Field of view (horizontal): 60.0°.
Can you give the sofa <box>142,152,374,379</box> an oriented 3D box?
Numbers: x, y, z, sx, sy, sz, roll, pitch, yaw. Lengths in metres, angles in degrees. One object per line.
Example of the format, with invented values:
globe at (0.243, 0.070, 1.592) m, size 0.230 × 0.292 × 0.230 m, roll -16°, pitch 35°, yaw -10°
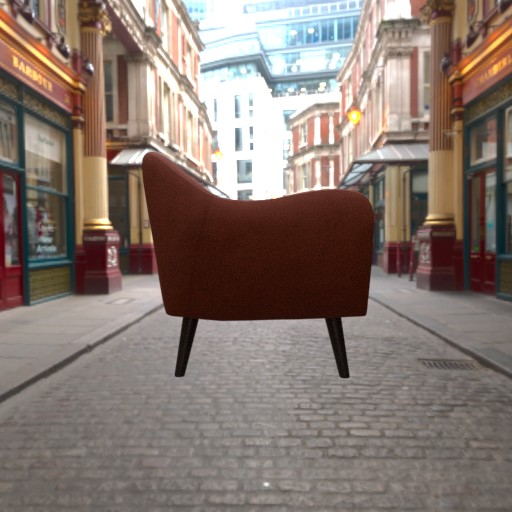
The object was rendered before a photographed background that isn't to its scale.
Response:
sofa at (0.000, 0.000, 2.344) m, size 0.820 × 0.836 × 1.840 m, roll 0°, pitch 1°, yaw 1°
